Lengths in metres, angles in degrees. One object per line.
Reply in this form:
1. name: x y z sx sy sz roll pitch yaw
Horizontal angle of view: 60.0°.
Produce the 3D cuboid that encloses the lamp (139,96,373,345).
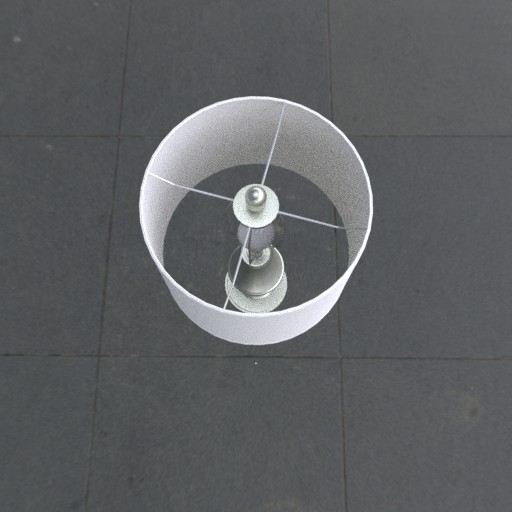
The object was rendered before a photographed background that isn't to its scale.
1. lamp: 0.000 0.000 0.959 0.383 0.733 0.383 0 76 0
